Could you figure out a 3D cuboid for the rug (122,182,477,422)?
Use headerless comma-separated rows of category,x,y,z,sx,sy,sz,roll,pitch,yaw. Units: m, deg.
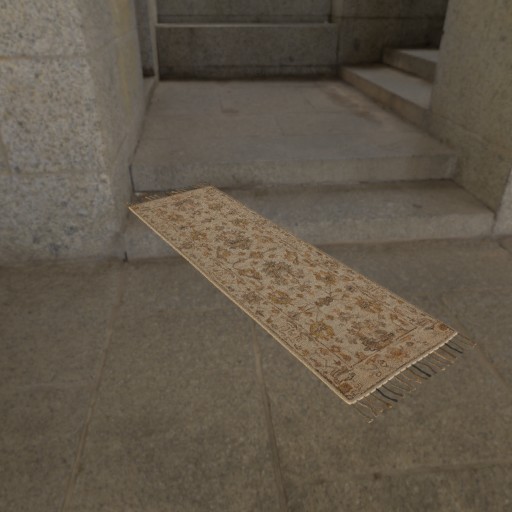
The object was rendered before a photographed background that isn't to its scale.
rug,0.000,0.000,2.662,0.729,0.021,2.438,-20,36,-30
